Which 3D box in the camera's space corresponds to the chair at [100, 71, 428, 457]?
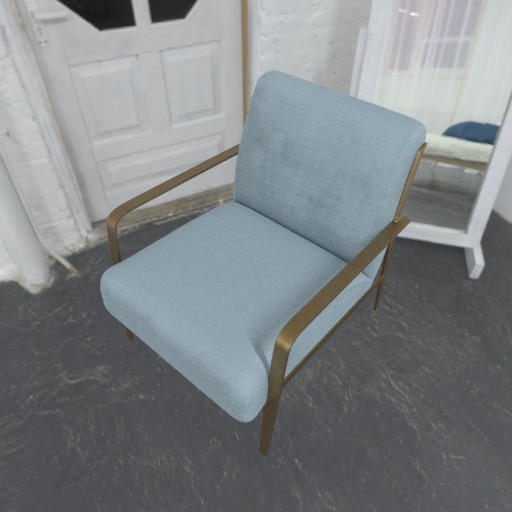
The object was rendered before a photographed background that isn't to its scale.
[{"bbox_3d":[0.000,0.000,1.457,0.701,0.824,0.842,31,54,27],"label":"chair"}]
